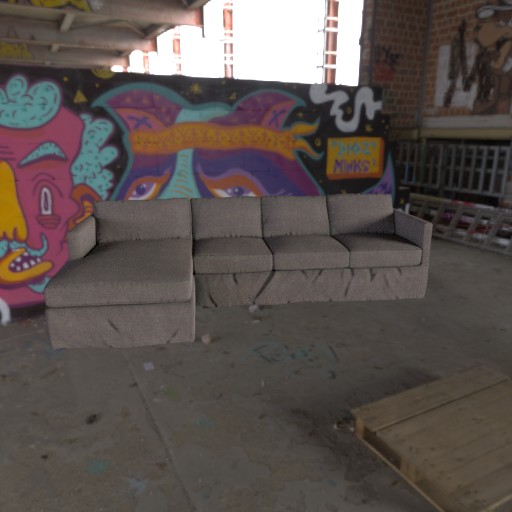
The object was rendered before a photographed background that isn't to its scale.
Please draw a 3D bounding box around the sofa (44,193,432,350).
[{"bbox_3d":[0.000,0.000,3.960,3.205,0.922,1.650,-2,15,-7],"label":"sofa"}]
